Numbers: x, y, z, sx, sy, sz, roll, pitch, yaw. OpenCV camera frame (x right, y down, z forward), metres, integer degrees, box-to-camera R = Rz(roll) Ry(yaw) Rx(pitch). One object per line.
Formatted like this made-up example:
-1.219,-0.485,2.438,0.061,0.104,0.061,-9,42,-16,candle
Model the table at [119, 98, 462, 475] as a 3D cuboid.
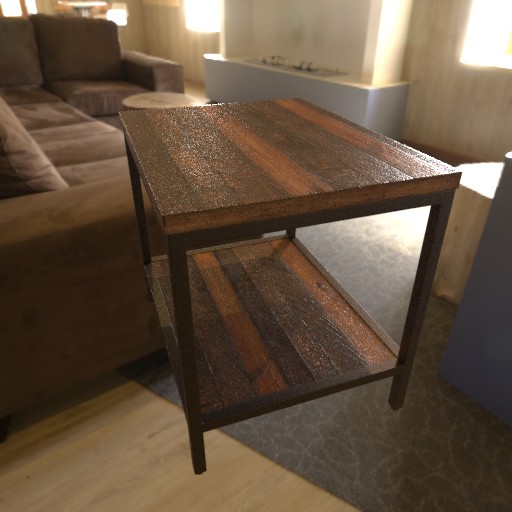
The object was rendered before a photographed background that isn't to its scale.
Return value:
0.000,0.000,1.126,0.524,0.612,0.678,-10,32,-17,table
